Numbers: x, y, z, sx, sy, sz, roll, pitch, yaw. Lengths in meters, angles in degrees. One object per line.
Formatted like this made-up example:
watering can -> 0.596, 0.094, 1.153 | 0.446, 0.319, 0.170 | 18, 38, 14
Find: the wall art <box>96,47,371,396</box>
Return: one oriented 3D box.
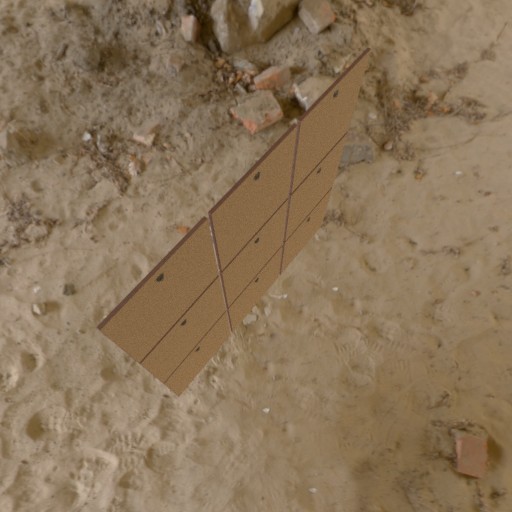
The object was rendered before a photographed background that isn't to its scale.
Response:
wall art -> 0.000, 0.000, 1.823 | 0.019, 1.218, 1.221 | 36, 70, 15
